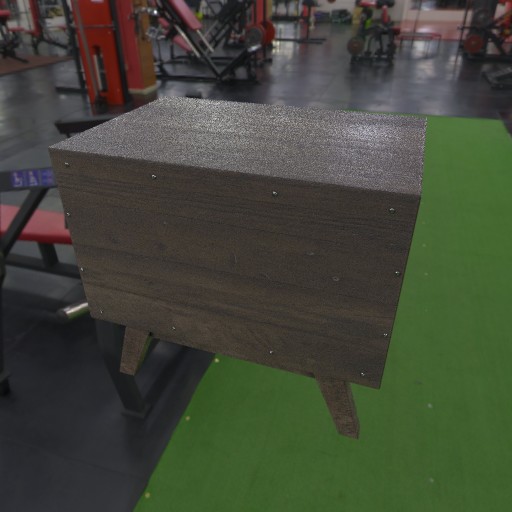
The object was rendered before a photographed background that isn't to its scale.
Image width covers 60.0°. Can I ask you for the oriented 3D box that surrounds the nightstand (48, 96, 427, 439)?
[{"bbox_3d":[0.000,0.000,1.055,0.650,0.599,0.450,10,34,16],"label":"nightstand"}]
